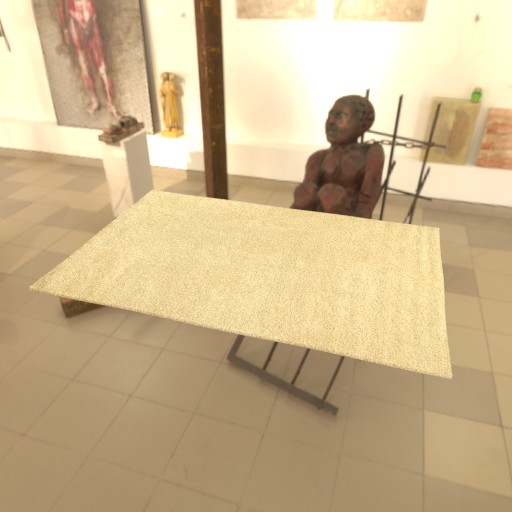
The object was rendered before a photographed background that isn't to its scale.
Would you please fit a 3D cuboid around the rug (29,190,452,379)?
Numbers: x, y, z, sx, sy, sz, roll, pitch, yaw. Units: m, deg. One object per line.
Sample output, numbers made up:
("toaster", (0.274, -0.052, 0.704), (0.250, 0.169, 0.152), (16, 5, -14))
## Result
("rug", (0.000, 0.000, 2.935), (2.346, 0.025, 1.500), (9, 33, 14))
